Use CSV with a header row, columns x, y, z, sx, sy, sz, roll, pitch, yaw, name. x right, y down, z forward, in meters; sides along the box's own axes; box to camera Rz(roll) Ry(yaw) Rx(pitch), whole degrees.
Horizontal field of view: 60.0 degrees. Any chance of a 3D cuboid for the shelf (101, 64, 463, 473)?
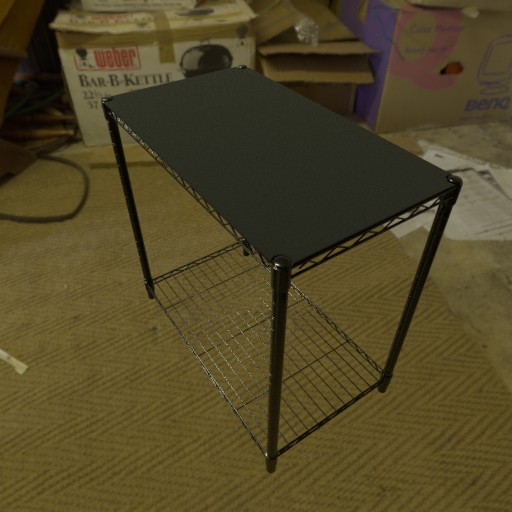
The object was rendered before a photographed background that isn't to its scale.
x,y,z,sx,sy,sz,roll,pitch,yaw,name
0.000,0.000,0.938,0.338,0.564,0.589,-25,47,-25,shelf
